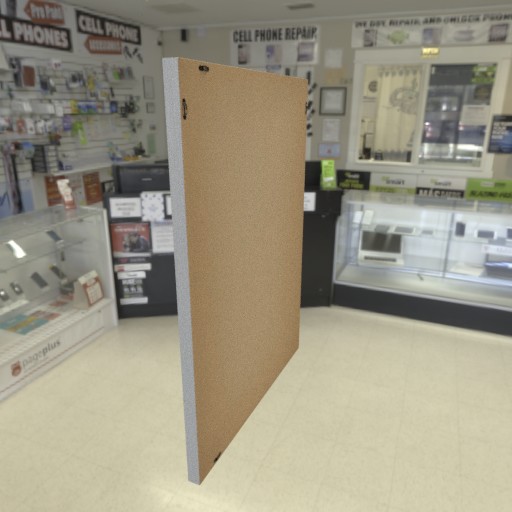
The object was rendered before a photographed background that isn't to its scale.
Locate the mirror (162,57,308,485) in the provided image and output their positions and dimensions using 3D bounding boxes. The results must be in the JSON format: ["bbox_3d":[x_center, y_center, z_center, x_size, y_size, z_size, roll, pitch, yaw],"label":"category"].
[{"bbox_3d":[0.000,0.000,1.319,0.040,1.016,0.762,8,20,23],"label":"mirror"}]
